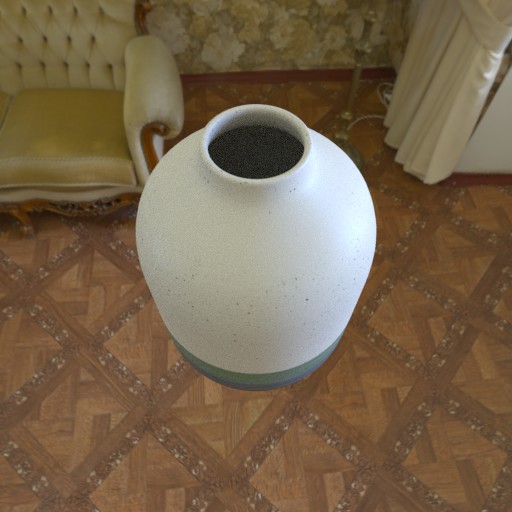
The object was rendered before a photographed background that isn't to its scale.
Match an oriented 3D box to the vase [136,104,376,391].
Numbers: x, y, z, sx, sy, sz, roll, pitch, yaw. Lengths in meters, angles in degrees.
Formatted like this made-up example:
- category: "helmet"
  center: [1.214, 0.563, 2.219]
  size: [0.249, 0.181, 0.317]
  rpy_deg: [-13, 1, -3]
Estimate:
- category: "vase"
  center: [0.000, 0.000, 0.348]
  size: [0.169, 0.240, 0.169]
  rpy_deg: [0, 58, 0]
